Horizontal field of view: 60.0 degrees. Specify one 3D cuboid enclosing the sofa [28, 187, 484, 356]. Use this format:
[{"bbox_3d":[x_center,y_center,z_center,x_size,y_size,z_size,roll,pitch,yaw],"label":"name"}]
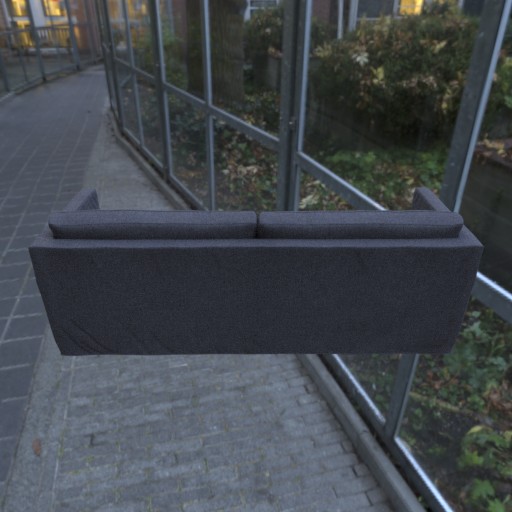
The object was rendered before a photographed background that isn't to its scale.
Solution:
[{"bbox_3d":[0.000,0.000,3.254,2.779,0.998,1.036,0,29,0],"label":"sofa"}]
